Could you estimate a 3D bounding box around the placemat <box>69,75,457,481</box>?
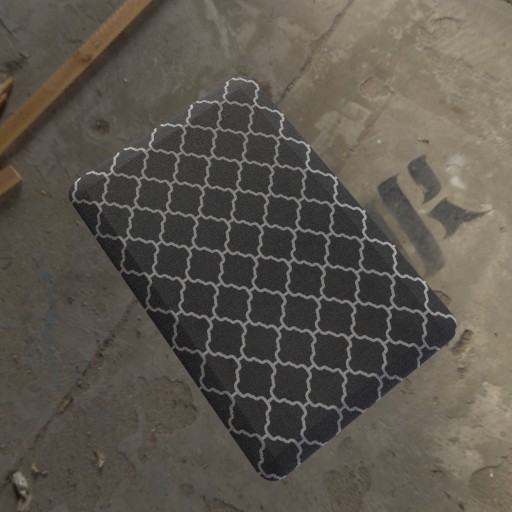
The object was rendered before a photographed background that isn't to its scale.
[{"bbox_3d":[0.000,0.000,0.944,0.508,0.021,0.762,-36,79,-8],"label":"placemat"}]
